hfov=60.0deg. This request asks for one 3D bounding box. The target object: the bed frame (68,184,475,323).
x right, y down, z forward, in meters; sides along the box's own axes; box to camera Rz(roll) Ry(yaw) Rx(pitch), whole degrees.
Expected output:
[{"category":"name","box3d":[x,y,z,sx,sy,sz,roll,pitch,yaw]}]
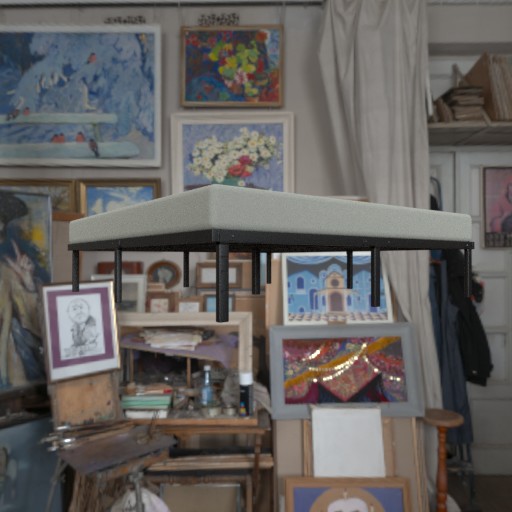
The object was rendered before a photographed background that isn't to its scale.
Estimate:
[{"category":"bed frame","box3d":[0.000,0.000,3.927,2.526,0.680,2.635,0,-1,-37]}]
